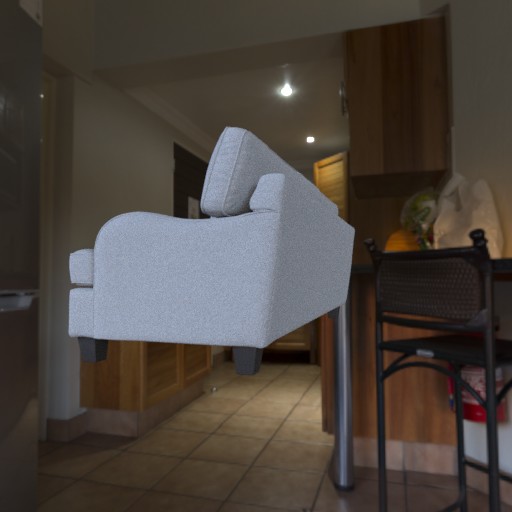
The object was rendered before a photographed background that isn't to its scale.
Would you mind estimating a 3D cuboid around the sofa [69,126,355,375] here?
[{"bbox_3d":[0.000,0.000,2.882,1.016,0.997,2.323,-1,-2,19],"label":"sofa"}]
